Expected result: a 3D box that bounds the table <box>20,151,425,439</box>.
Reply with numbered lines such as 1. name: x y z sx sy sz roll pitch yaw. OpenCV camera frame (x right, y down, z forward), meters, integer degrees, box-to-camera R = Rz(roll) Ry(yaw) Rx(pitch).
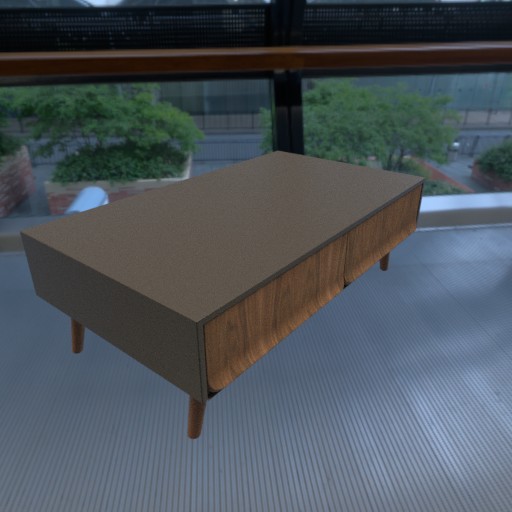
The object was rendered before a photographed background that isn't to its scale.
1. table: 0.000 0.000 1.530 0.703 0.404 1.201 20 33 34
